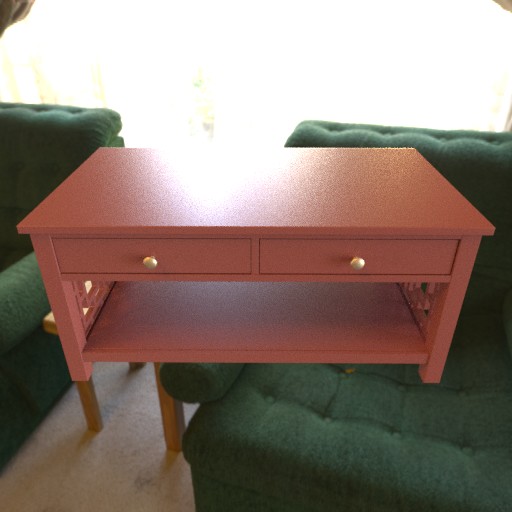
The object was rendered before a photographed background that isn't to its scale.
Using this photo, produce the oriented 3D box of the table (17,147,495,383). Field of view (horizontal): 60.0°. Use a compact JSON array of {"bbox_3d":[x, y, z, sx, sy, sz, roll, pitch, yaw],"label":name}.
[{"bbox_3d":[0.000,0.000,1.364,1.068,0.493,0.612,0,30,0],"label":"table"}]
